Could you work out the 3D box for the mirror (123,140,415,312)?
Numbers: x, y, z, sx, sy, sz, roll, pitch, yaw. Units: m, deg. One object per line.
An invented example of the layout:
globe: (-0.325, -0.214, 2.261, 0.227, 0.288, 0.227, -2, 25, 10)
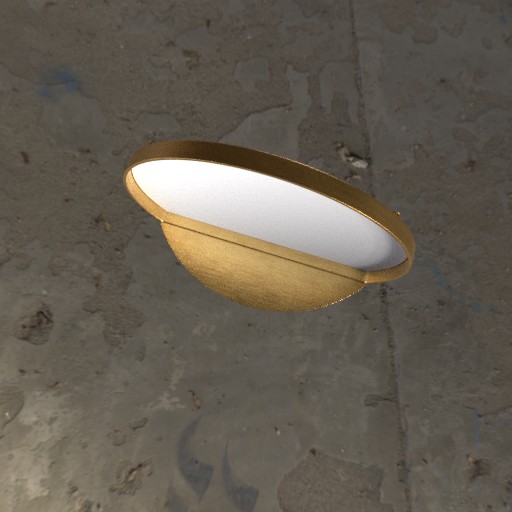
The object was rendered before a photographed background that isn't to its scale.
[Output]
mirror: (0.000, 0.000, 0.699, 0.457, 0.457, 0.133, 17, 77, 4)
